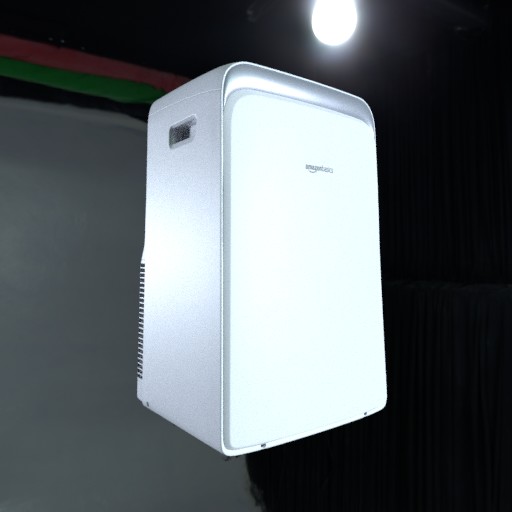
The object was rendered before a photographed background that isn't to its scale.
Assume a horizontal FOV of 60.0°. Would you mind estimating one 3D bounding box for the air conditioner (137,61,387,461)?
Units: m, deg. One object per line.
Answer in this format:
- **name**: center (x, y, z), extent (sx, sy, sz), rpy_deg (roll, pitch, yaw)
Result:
- **air conditioner**: center (0.000, 0.000, 1.063), extent (0.478, 0.765, 0.467), rpy_deg (0, 0, -36)
